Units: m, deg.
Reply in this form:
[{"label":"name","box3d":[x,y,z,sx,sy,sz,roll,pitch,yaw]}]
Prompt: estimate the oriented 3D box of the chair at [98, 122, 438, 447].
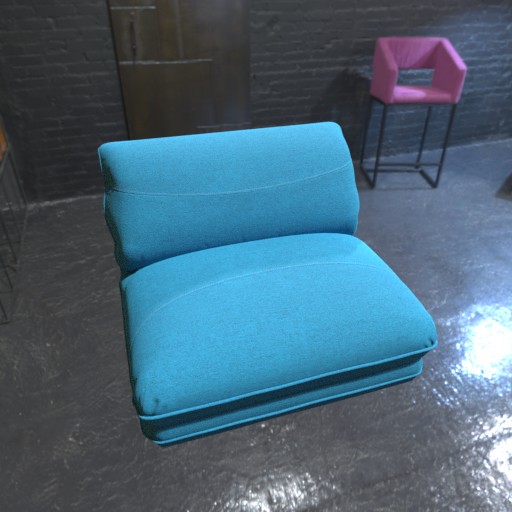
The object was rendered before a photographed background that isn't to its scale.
[{"label":"chair","box3d":[0.000,0.000,1.320,0.820,0.580,0.780,-10,34,-15]}]
